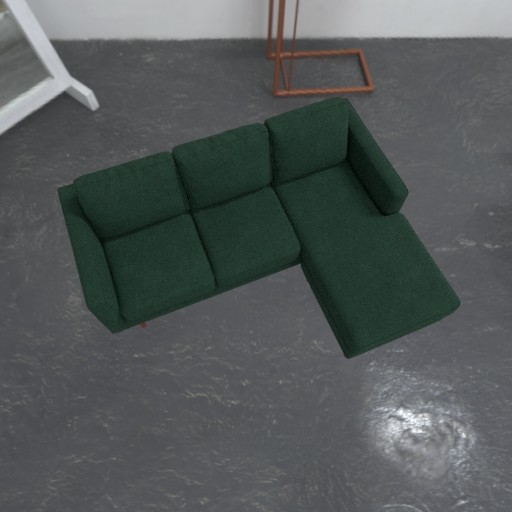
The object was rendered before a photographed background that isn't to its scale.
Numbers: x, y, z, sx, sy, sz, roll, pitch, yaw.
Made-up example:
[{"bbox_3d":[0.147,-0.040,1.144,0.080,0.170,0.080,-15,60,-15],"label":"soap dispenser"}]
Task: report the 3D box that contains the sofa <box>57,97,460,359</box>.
[{"bbox_3d":[0.000,0.000,2.802,2.030,0.899,1.580,-20,66,-10],"label":"sofa"}]
